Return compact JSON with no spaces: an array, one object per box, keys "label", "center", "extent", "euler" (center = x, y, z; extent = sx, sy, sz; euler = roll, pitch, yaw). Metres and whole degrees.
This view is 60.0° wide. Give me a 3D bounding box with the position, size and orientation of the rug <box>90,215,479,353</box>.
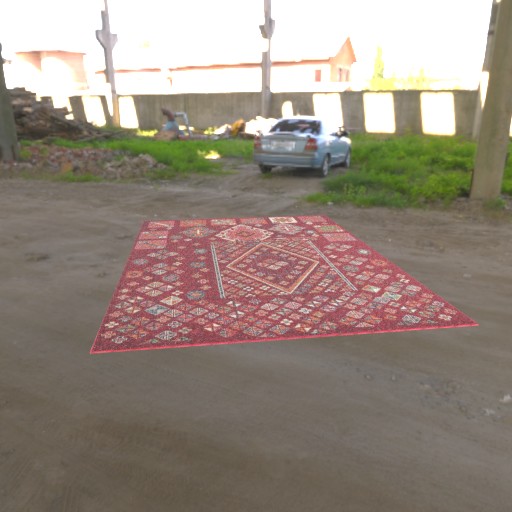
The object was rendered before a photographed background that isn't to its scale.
[{"label":"rug","center":[0.000,0.000,4.223],"extent":[2.389,0.011,3.306],"euler":[-3,18,-8]}]
